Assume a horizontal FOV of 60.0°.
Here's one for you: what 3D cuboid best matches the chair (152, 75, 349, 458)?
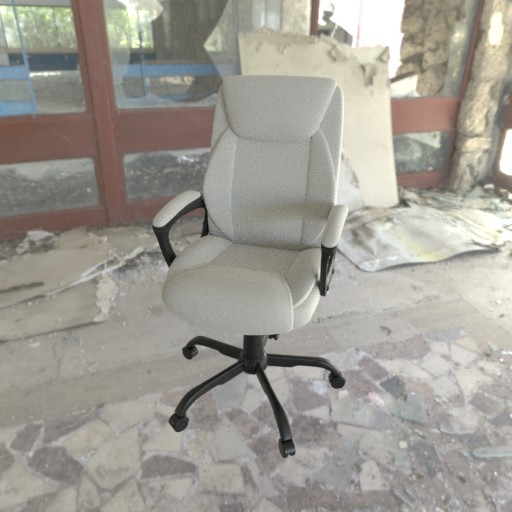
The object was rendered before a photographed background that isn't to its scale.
[{"bbox_3d":[0.000,0.000,1.455,0.663,1.065,0.669,7,27,15],"label":"chair"}]
